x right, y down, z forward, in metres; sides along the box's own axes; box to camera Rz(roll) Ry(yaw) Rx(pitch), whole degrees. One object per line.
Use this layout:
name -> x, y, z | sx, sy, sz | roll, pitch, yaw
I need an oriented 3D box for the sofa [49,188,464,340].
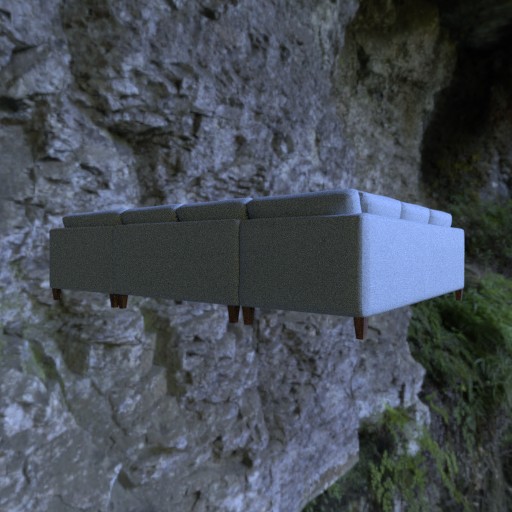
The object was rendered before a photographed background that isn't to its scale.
sofa -> 0.000, 0.000, 4.463 | 3.403, 0.889, 2.551 | 1, 1, 37
